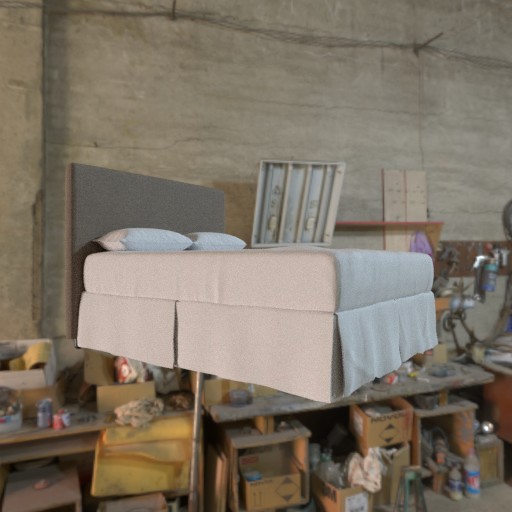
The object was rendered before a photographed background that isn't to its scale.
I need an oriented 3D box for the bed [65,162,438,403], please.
[{"bbox_3d":[0.000,0.000,3.192,2.142,1.330,1.723,0,0,36],"label":"bed"}]
